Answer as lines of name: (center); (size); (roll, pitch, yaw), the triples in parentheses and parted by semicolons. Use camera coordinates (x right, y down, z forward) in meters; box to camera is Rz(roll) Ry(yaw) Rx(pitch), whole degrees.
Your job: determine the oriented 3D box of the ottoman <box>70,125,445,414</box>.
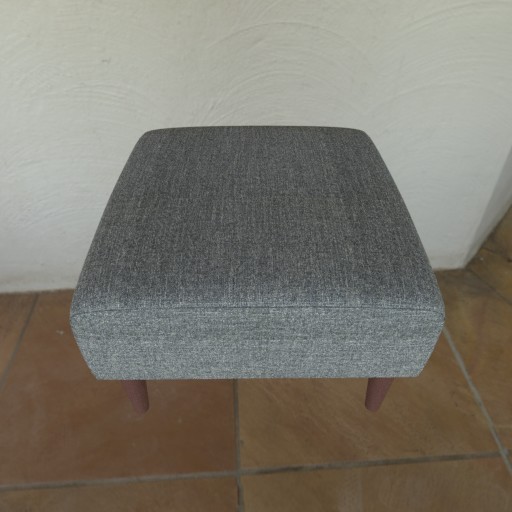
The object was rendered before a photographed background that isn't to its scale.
ottoman: (0.000, 0.000, 1.053); (0.648, 0.399, 0.655); (0, 41, 0)
